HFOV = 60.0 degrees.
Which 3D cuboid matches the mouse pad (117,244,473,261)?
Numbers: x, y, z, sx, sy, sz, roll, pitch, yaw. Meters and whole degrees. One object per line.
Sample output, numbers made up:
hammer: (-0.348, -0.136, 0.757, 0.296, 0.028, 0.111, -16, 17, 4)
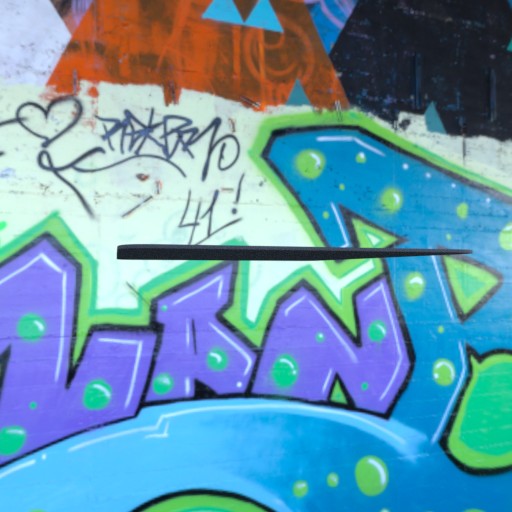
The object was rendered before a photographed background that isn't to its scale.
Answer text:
mouse pad: (0.000, 0.000, 0.352, 0.211, 0.002, 0.249, 1, -2, -18)
